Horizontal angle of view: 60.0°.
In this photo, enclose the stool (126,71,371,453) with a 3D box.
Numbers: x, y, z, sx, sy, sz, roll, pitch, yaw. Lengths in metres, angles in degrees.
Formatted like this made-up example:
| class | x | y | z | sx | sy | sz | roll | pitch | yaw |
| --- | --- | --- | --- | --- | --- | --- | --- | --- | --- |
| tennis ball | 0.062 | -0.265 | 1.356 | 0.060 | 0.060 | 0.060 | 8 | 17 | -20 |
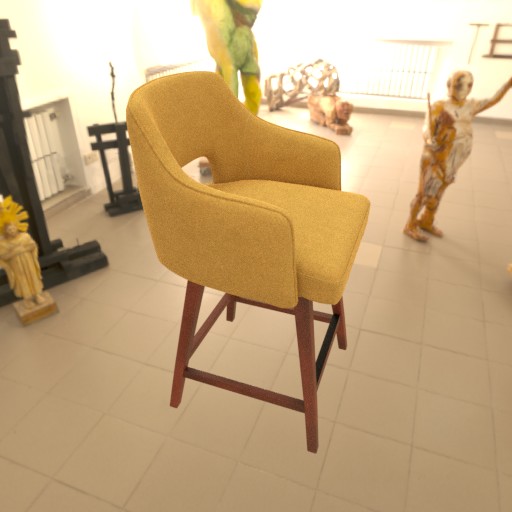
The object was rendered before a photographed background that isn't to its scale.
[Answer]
| class | x | y | z | sx | sy | sz | roll | pitch | yaw |
| --- | --- | --- | --- | --- | --- | --- | --- | --- | --- |
| stool | 0.000 | 0.000 | 1.264 | 0.558 | 0.924 | 0.548 | 11 | 34 | 17 |
